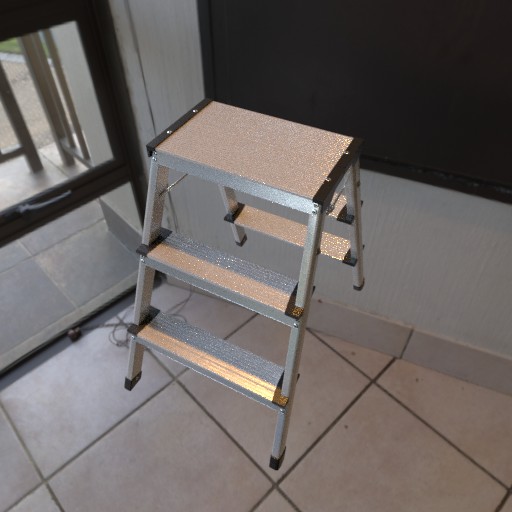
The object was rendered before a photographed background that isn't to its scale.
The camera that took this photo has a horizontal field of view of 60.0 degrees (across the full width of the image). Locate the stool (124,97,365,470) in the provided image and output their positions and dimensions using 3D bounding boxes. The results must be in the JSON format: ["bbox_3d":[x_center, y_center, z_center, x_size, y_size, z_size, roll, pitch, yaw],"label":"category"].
[{"bbox_3d":[0.000,0.000,1.028,0.437,0.605,0.622,21,50,19],"label":"stool"}]
